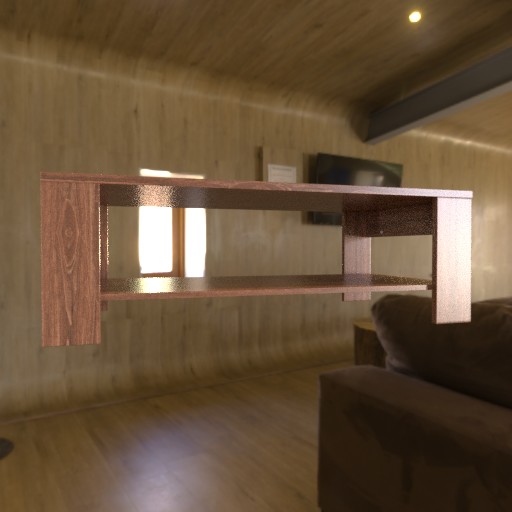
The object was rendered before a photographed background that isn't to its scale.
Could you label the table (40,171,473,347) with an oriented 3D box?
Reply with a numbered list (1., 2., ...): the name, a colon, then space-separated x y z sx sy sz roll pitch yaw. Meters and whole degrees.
1. table: 0.000 0.000 1.467 1.200 0.400 0.600 0 1 -17
